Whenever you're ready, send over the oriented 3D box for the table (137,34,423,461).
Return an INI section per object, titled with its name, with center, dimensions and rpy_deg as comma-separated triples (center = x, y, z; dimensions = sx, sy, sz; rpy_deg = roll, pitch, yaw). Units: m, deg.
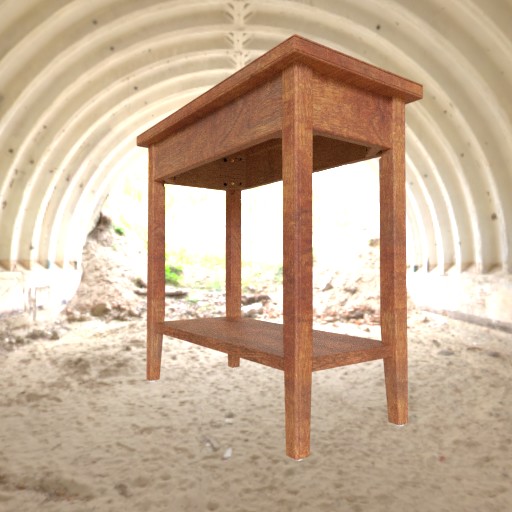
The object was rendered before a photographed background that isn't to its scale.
[table]
center = 0.000, 0.000, 0.950
dimensions = 0.305, 0.610, 0.610
rpy_deg = 1, -2, -36
